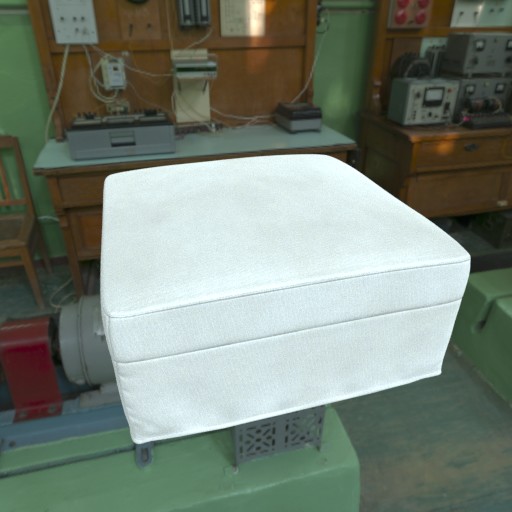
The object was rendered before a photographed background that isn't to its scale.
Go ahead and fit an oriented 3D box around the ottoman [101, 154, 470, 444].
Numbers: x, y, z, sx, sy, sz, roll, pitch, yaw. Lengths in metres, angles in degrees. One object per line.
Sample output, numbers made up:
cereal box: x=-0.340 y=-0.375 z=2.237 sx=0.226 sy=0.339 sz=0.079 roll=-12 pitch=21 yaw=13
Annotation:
ottoman: x=0.000 y=0.000 z=1.337 sx=0.843 sy=0.441 sz=0.842 roll=-8 pitch=31 yaw=-14
